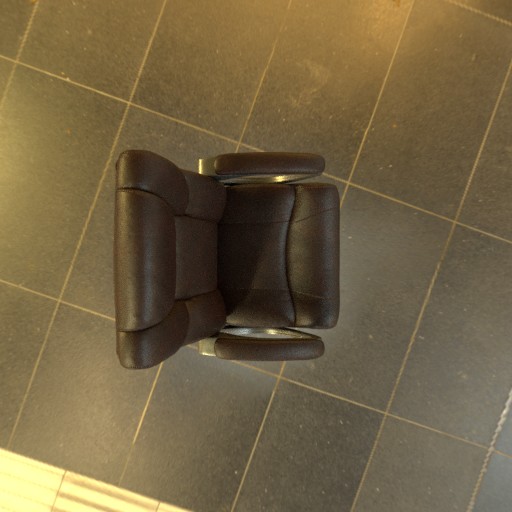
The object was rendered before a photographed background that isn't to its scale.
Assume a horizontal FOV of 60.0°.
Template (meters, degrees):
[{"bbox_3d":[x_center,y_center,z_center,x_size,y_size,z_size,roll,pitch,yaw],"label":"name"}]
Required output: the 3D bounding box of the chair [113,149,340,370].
[{"bbox_3d":[0.000,0.000,1.544,0.692,1.128,0.656,0,91,-2],"label":"chair"}]
